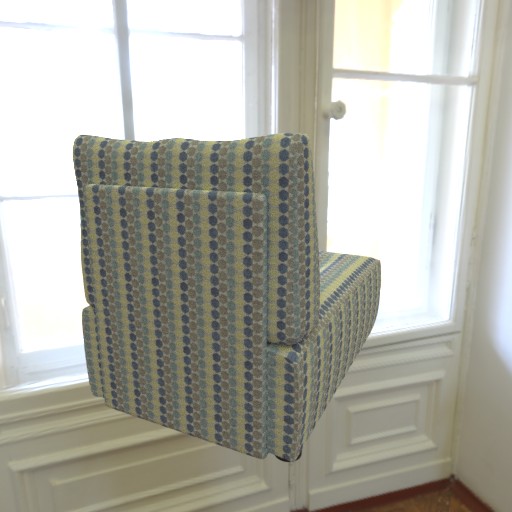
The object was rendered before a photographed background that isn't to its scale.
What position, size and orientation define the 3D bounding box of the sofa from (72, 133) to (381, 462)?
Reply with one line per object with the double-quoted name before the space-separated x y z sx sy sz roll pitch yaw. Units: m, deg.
"sofa" 0.000 0.000 1.561 0.700 0.820 1.000 7 16 25
